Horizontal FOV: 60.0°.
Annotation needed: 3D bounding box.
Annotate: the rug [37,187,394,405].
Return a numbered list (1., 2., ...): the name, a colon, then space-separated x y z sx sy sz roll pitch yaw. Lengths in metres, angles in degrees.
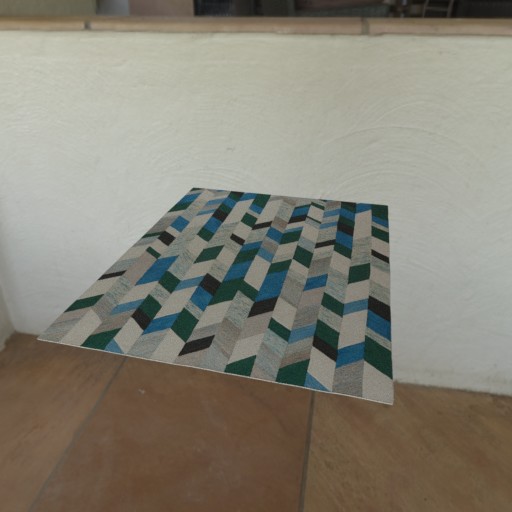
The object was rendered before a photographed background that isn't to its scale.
1. rug: 0.000 0.000 4.149 2.440 0.008 3.036 7 31 12
